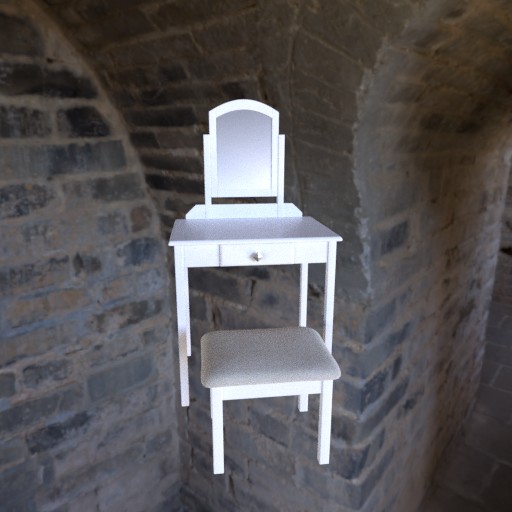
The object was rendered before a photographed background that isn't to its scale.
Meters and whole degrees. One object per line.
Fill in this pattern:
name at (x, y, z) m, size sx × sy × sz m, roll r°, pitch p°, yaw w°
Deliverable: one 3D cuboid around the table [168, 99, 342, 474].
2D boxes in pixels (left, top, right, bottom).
table at (0.000, 0.000, 2.295) m, size 0.876 × 1.631 × 1.211 m, roll -2°, pitch 15°, yaw -7°
